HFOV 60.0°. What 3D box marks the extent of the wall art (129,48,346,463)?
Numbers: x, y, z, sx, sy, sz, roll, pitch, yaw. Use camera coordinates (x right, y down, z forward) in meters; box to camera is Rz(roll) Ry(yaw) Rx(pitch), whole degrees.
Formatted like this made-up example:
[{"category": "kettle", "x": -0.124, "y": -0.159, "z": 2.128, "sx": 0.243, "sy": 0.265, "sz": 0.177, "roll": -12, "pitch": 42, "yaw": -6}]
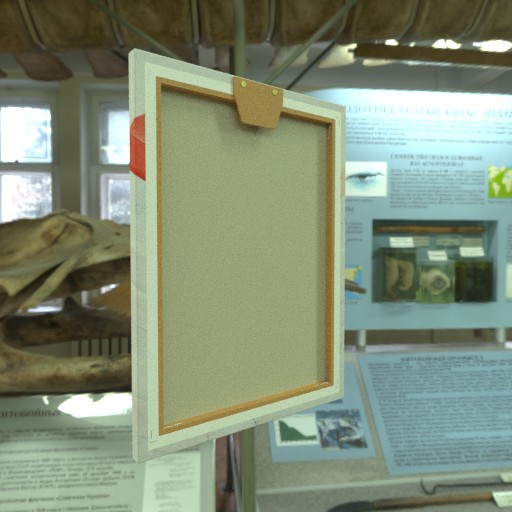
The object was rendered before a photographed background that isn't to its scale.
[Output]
[{"category": "wall art", "x": 0.000, "y": 0.000, "z": 1.322, "sx": 0.759, "sy": 1.014, "sz": 0.045, "roll": -2, "pitch": 3, "yaw": -37}]
